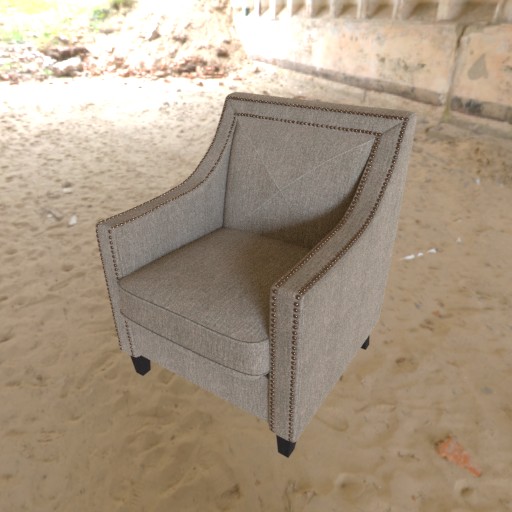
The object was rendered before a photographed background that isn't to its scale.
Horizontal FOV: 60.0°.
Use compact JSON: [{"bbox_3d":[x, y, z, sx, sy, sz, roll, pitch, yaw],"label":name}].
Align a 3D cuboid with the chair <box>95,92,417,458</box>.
[{"bbox_3d":[0.000,0.000,1.609,0.776,0.967,0.884,18,34,29],"label":"chair"}]
